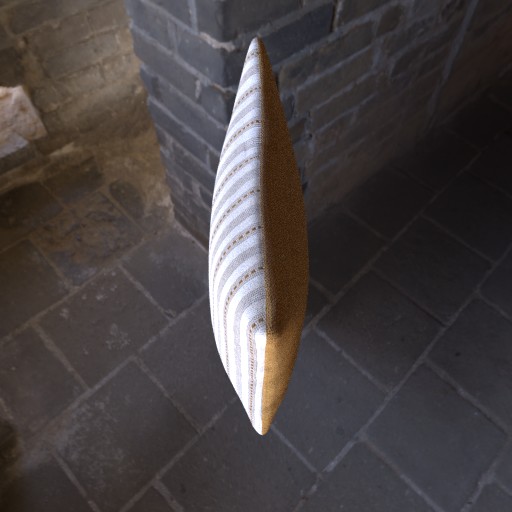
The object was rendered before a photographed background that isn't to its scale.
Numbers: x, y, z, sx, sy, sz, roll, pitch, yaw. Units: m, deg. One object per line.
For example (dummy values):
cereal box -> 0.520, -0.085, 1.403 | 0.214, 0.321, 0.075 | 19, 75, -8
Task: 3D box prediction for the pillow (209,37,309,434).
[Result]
pillow -> 0.000, 0.000, 0.664 | 0.147, 0.437, 0.432 | -2, 58, -1
